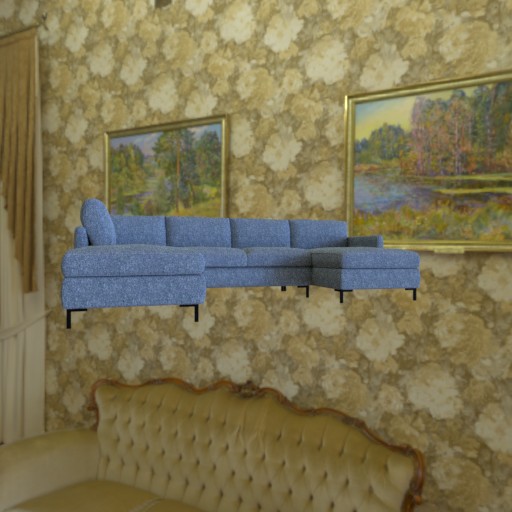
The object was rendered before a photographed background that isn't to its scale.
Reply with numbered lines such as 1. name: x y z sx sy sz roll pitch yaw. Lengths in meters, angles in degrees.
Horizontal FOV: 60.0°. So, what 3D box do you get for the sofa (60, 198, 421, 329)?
1. sofa: 0.000 0.000 3.593 2.737 0.756 1.879 0 0 -18
